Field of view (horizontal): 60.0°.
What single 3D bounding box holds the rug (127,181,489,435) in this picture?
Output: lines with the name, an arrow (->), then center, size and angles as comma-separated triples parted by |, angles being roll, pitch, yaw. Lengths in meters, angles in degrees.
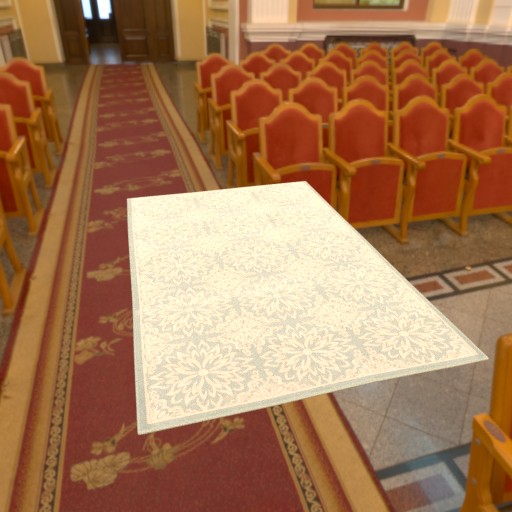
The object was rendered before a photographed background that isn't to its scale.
rug -> 0.000, 0.000, 2.205 | 1.219, 0.012, 1.840 | -8, 31, -13
